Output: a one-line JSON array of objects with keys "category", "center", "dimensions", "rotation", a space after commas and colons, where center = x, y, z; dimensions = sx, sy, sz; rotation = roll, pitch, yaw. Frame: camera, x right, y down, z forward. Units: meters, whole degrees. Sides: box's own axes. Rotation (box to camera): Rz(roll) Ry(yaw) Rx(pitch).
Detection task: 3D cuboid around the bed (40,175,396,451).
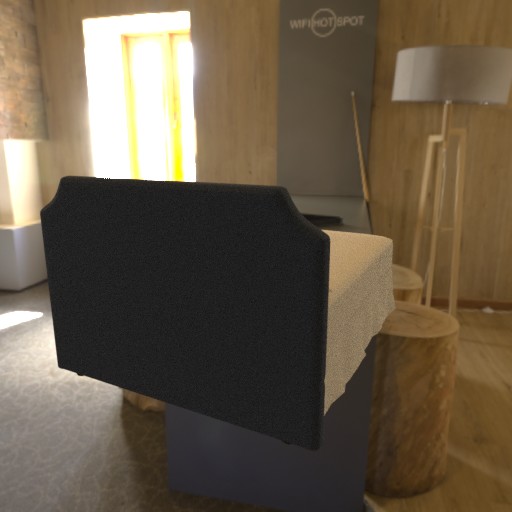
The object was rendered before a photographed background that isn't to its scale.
[{"category": "bed", "center": [0.000, 0.000, 3.346], "dimensions": [1.831, 1.297, 2.260], "rotation": [7, 16, 26]}]
